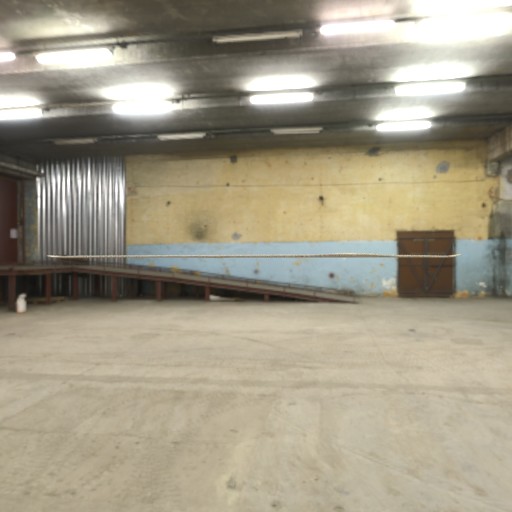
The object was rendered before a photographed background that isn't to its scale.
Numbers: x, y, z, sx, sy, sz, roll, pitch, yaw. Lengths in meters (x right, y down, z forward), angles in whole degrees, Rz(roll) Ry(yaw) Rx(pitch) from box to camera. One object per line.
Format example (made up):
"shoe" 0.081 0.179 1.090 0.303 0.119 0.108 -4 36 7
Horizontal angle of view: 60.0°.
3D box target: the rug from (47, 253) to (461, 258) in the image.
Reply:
"rug" 0.000 0.000 3.929 2.897 0.035 2.277 0 0 37
